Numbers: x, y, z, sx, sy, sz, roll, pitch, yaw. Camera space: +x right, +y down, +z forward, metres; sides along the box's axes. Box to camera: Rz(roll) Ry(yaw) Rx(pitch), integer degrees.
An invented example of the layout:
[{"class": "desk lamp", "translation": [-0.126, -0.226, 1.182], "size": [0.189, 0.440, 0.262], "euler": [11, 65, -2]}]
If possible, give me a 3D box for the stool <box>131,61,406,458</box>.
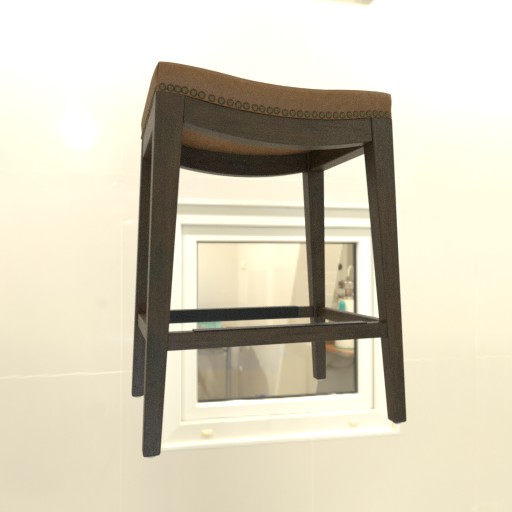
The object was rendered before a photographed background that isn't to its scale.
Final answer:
[{"class": "stool", "translation": [0.000, 0.000, 0.961], "size": [0.500, 0.660, 0.361], "euler": [0, -1, -19]}]
